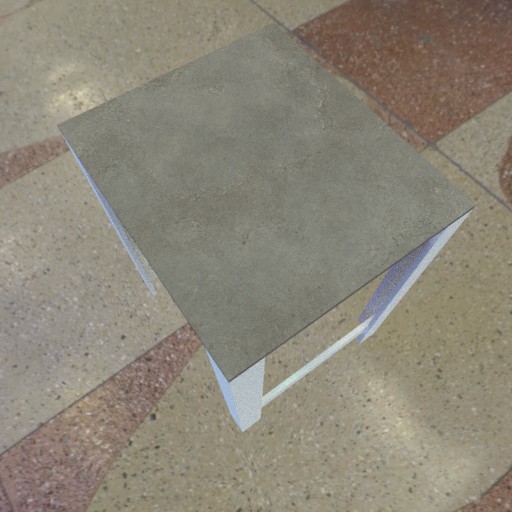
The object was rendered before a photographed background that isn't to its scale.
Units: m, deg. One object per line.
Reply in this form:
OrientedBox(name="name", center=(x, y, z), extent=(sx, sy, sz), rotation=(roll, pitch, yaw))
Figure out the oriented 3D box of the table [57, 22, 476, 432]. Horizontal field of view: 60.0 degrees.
OrientedBox(name="table", center=(0.000, 0.000, 1.549), extent=(0.700, 1.020, 0.800), rotation=(-32, 68, -15))
